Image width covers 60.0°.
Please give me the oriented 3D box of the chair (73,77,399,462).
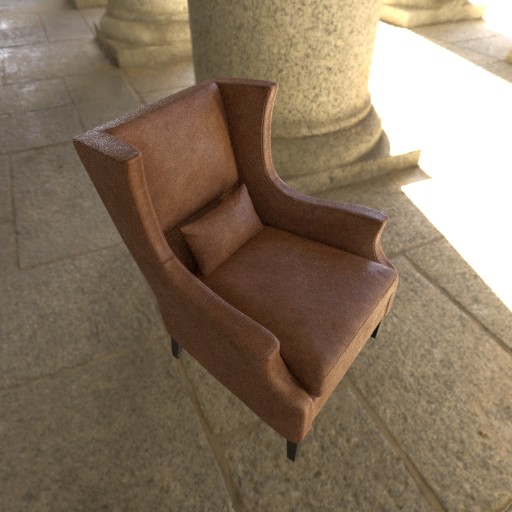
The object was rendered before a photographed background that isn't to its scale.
[{"bbox_3d":[0.000,0.000,1.667,0.926,1.016,0.853,25,47,26],"label":"chair"}]
